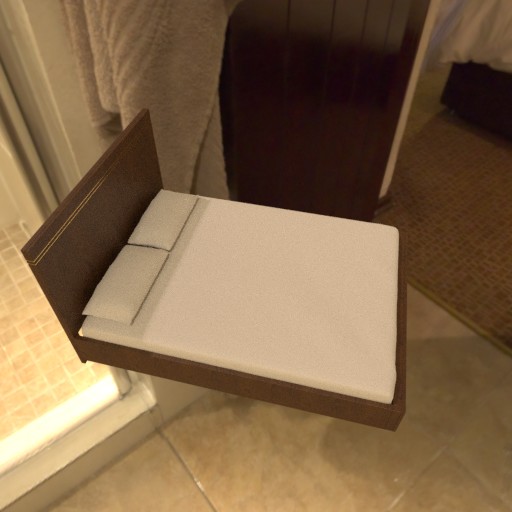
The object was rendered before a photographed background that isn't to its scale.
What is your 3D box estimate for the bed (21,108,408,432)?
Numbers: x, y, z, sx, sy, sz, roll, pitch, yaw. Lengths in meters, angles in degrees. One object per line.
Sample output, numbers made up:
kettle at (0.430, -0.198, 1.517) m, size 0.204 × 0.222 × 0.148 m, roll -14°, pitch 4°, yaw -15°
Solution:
bed at (0.000, 0.000, 3.168) m, size 2.221 × 1.169 × 1.613 m, roll 10°, pitch 47°, yaw 10°
